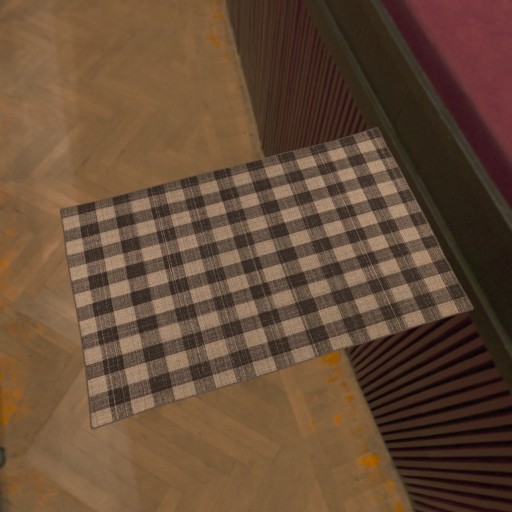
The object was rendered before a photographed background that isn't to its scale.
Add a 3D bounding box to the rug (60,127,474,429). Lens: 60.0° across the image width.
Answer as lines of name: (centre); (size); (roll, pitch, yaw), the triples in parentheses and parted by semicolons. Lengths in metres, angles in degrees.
rug: (0.000, 0.000, 3.019); (2.476, 0.011, 1.554); (-16, 67, -7)
